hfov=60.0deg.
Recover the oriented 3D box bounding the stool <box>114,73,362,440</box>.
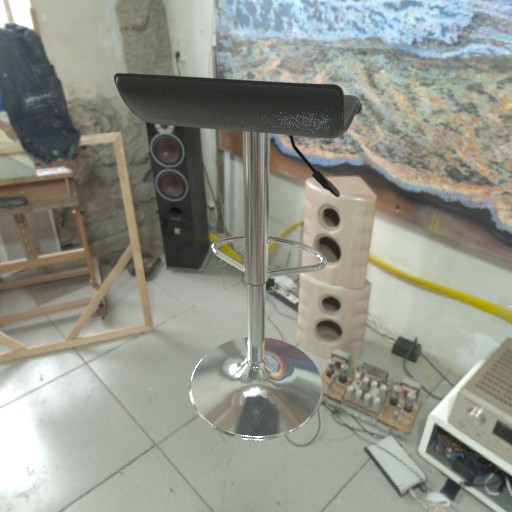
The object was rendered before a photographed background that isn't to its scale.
[{"bbox_3d":[0.000,0.000,1.045,0.381,0.851,0.381,9,33,15],"label":"stool"}]
